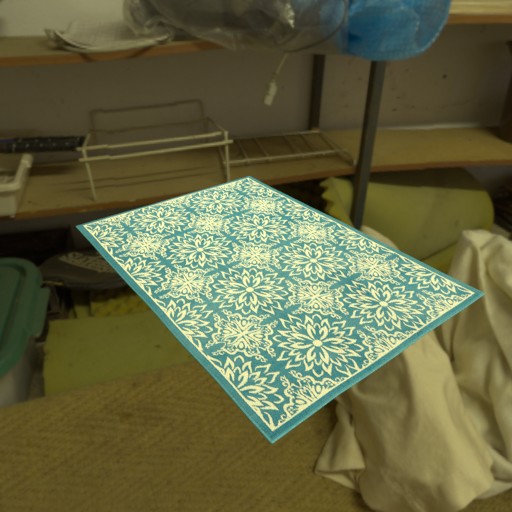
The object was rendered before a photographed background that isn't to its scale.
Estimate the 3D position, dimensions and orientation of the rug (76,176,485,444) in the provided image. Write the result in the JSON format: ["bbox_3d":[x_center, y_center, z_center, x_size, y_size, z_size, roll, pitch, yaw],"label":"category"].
[{"bbox_3d":[0.000,0.000,2.827,1.554,0.012,2.205,-22,38,-31],"label":"rug"}]
